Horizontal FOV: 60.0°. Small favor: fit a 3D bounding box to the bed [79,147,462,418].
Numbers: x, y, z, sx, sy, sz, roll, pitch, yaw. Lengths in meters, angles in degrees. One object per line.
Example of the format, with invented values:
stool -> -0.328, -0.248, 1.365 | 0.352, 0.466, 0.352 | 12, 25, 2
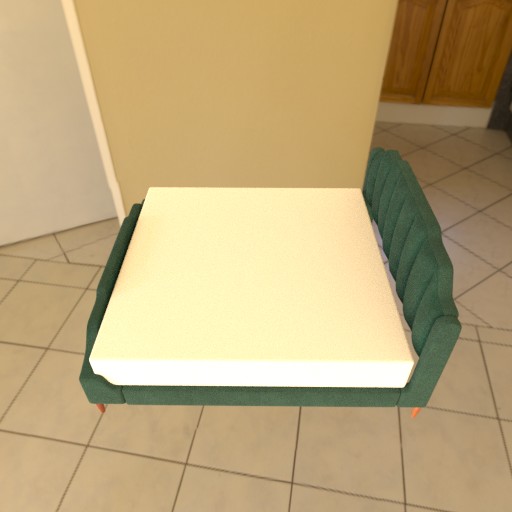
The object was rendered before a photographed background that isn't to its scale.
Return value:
bed -> 0.000, 0.000, 3.502 | 2.340, 1.245, 2.074 | 0, 41, 0
